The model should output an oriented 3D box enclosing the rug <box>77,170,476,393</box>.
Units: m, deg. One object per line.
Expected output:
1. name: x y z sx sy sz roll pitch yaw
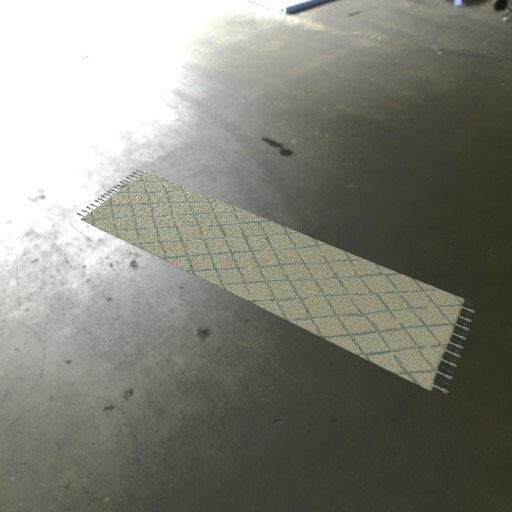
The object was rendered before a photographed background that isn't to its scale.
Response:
1. rug: 0.000 0.000 2.591 2.372 0.008 0.620 24 51 21
